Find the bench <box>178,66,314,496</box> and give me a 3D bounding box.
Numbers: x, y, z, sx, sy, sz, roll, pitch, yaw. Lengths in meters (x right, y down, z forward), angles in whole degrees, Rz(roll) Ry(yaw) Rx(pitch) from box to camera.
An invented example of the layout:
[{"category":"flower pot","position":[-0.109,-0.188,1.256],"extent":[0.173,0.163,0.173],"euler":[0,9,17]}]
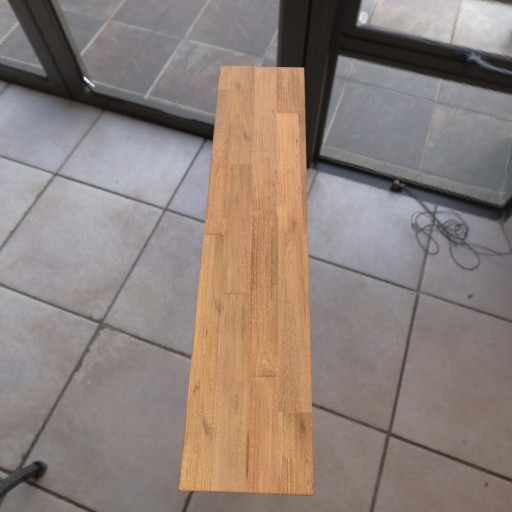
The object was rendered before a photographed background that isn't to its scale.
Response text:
[{"category":"bench","position":[0.000,0.000,1.807],"extent":[0.378,0.431,1.698],"euler":[2,63,1]}]
